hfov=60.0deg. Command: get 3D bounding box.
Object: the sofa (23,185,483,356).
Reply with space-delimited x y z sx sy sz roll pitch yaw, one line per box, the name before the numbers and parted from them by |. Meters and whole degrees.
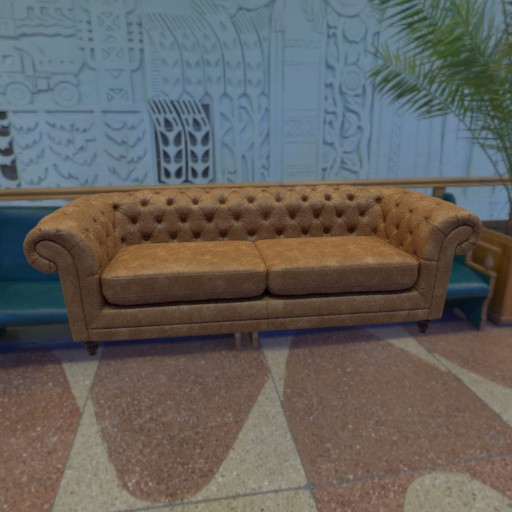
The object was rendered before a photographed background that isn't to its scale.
sofa | 0.000 0.000 2.766 2.365 0.760 0.989 -2 19 -7
